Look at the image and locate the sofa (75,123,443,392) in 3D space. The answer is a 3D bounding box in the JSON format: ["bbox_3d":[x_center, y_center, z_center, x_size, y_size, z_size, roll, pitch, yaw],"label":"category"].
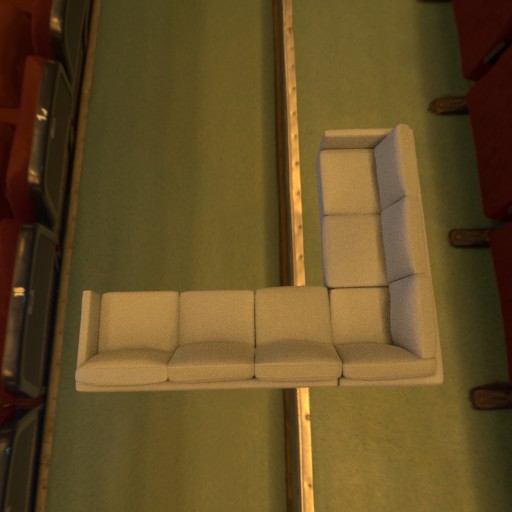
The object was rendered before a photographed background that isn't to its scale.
[{"bbox_3d":[0.000,0.000,4.461,3.301,0.947,2.592,-1,75,0],"label":"sofa"}]
